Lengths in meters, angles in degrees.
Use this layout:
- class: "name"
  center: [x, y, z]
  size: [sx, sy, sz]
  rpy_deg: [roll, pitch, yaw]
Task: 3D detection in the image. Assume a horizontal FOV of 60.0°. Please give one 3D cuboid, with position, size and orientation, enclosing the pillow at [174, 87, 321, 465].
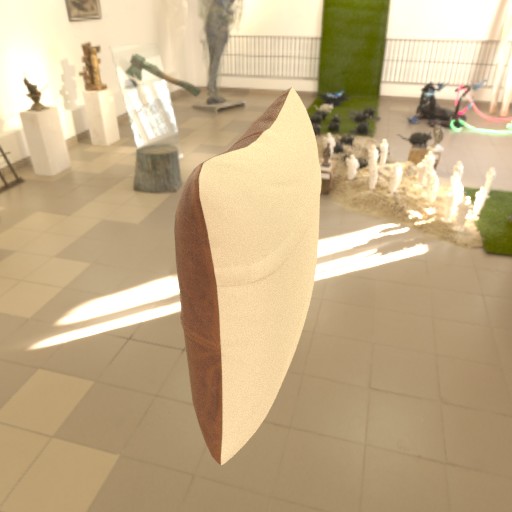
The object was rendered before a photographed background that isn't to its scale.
- class: "pillow"
  center: [0.000, 0.000, 0.738]
  size: [0.192, 0.470, 0.484]
  rpy_deg: [8, 32, 13]
